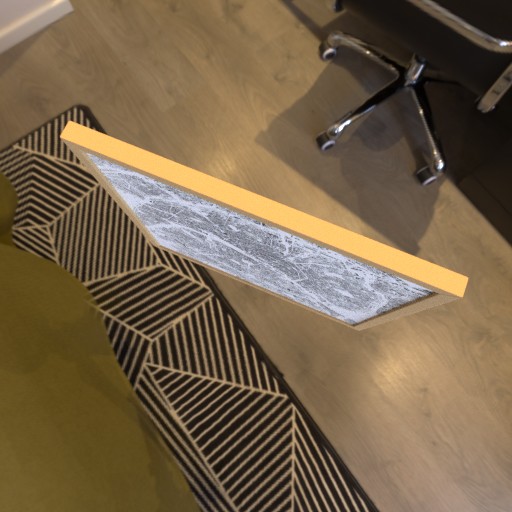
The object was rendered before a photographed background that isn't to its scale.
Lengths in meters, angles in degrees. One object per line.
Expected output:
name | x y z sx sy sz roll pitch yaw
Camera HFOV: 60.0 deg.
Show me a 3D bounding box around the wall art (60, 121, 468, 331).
wall art | 0.000 0.000 1.146 0.761 0.761 0.037 22 77 5
